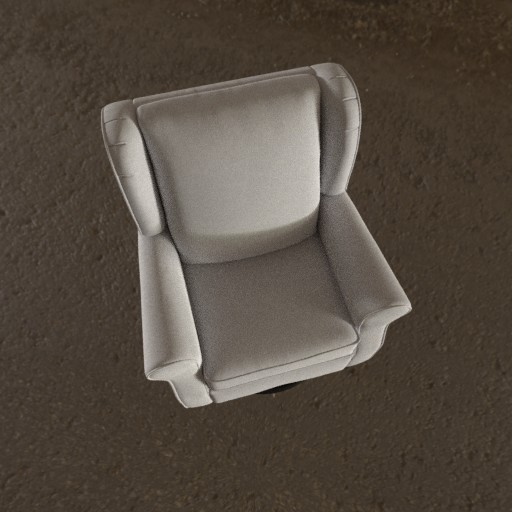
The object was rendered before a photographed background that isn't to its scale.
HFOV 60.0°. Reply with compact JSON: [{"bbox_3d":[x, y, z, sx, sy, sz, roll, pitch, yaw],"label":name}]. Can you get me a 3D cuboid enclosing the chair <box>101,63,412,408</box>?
[{"bbox_3d":[0.000,0.000,1.653,0.906,0.967,0.854,-13,64,-6],"label":"chair"}]
